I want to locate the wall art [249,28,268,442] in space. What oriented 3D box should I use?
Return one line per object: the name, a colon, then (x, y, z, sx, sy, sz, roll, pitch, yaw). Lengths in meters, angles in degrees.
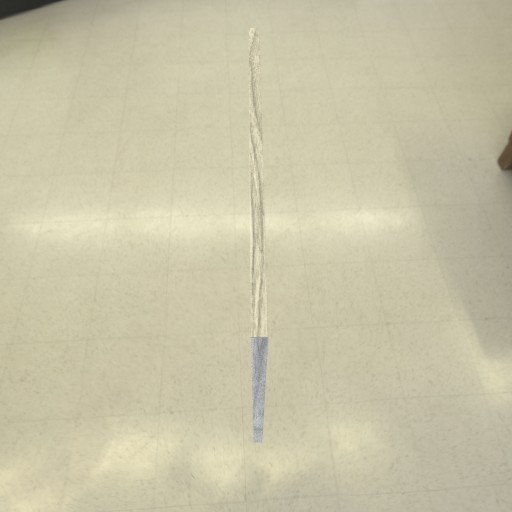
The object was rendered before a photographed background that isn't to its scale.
wall art: (0.000, 0.000, 0.758, 0.016, 0.507, 0.508, -1, 57, 0)
